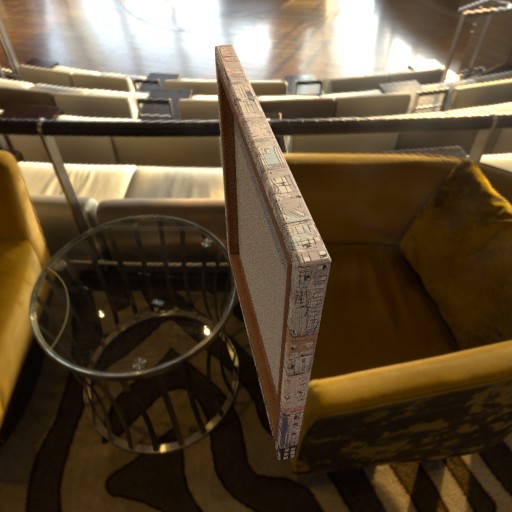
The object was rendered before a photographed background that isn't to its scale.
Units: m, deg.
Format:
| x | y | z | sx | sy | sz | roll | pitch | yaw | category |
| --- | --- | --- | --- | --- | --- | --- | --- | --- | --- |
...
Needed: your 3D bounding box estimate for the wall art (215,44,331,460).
| x | y | z | sx | sy | sz | roll | pitch | yaw | category |
| --- | --- | --- | --- | --- | --- | --- | --- | --- | --- |
| 0.000 | 0.000 | 0.906 | 0.038 | 0.608 | 0.607 | -9 | 47 | -8 | wall art |
